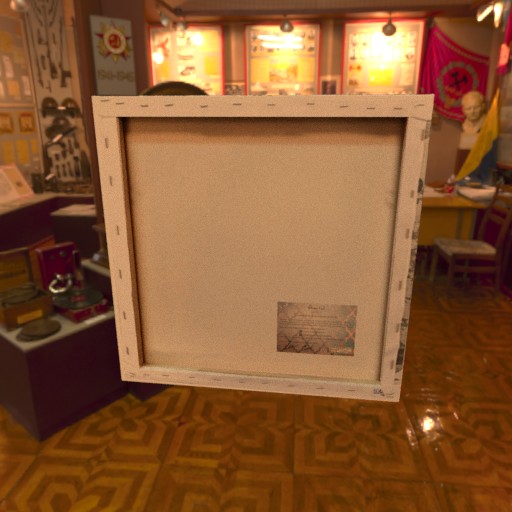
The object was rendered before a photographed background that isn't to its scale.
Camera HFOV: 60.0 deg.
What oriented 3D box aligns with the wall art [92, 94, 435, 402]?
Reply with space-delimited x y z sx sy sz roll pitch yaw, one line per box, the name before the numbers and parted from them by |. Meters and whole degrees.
wall art | 0.000 0.000 0.889 0.609 0.607 0.036 2 18 7
